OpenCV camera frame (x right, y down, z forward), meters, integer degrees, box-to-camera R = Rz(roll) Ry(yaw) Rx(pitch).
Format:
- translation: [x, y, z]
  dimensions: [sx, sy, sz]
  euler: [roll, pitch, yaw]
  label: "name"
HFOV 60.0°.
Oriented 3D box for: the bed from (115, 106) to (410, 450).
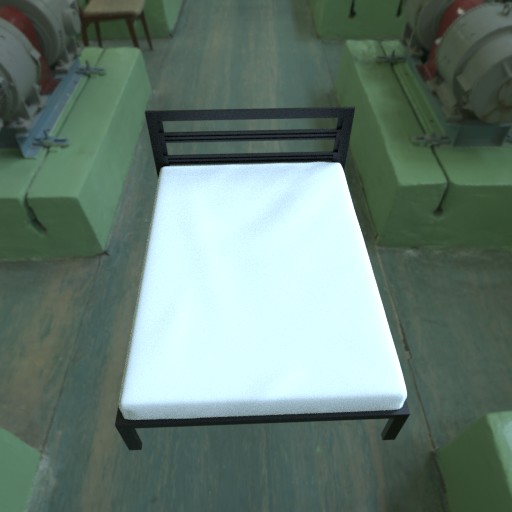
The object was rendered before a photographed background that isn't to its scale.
- translation: [0.000, 0.000, 2.889]
  dimensions: [1.524, 0.967, 2.062]
  euler: [-2, 47, -2]
  label: "bed"
